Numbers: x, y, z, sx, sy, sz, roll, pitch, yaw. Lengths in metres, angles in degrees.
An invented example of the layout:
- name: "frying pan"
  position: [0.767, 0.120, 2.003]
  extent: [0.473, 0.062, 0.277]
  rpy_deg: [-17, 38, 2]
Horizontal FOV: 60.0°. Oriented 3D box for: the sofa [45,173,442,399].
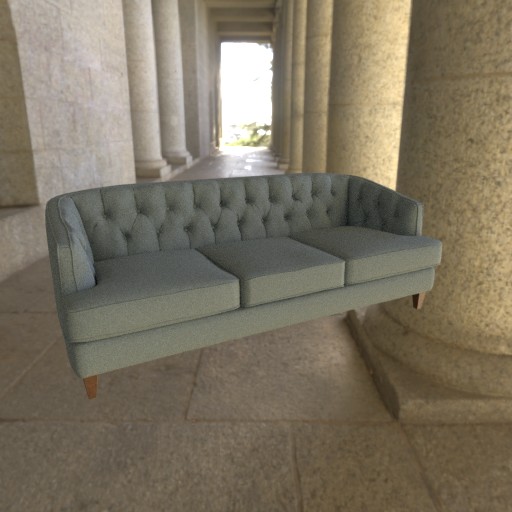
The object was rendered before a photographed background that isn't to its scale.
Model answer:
- name: "sofa"
  position: [0.000, 0.000, 2.693]
  extent: [2.278, 0.855, 0.941]
  rpy_deg: [-9, 19, -27]
